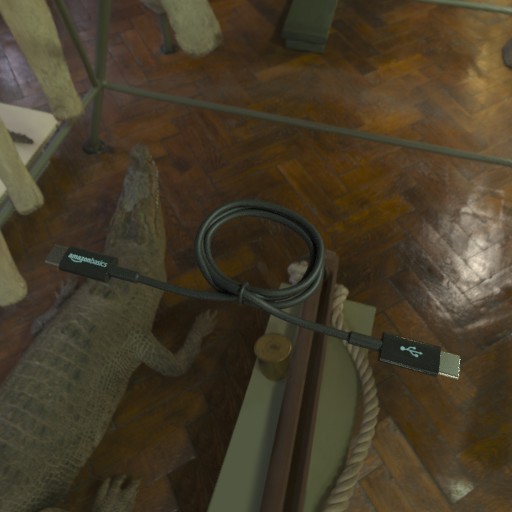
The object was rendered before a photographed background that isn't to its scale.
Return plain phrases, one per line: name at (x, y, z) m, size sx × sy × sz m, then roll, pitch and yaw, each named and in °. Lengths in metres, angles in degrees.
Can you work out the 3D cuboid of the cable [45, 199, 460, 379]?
cable at (0.000, 0.000, 0.222) m, size 0.203 × 0.014 × 0.070 m, roll 14°, pitch 60°, yaw 8°
